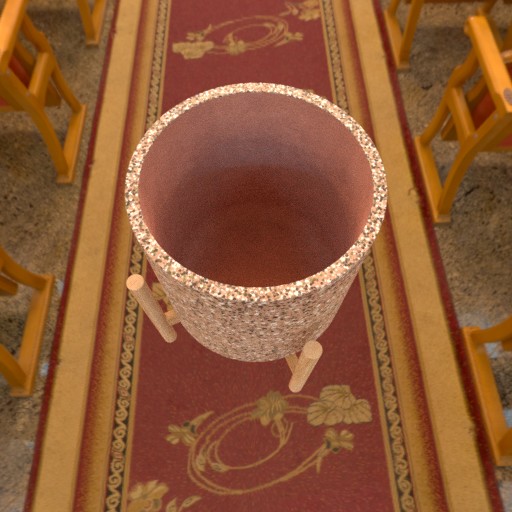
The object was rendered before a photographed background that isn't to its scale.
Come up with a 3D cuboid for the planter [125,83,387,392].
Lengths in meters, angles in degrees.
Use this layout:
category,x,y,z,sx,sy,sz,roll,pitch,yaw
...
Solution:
category,x,y,z,sx,sy,sz,roll,pitch,yaw
planter,0.000,0.000,0.703,0.360,0.419,0.360,-1,65,-1
